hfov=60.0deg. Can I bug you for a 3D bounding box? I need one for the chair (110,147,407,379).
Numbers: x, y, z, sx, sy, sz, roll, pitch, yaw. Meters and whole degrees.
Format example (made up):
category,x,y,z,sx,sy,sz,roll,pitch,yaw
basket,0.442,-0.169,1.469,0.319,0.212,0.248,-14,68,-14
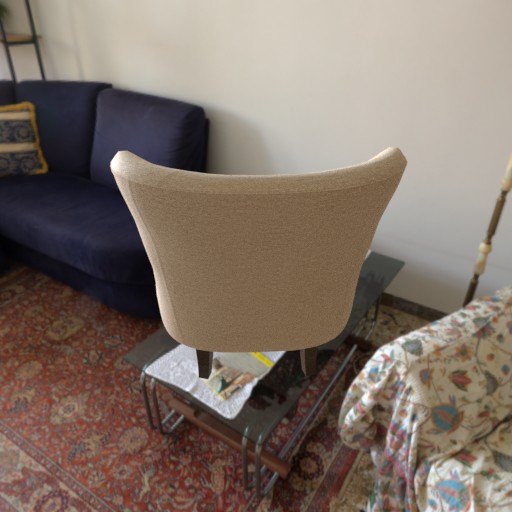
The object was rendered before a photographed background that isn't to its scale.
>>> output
category,x,y,z,sx,sy,sz,roll,pitch,yaw
chair,0.000,0.000,1.767,0.861,1.064,0.984,-1,32,-2
